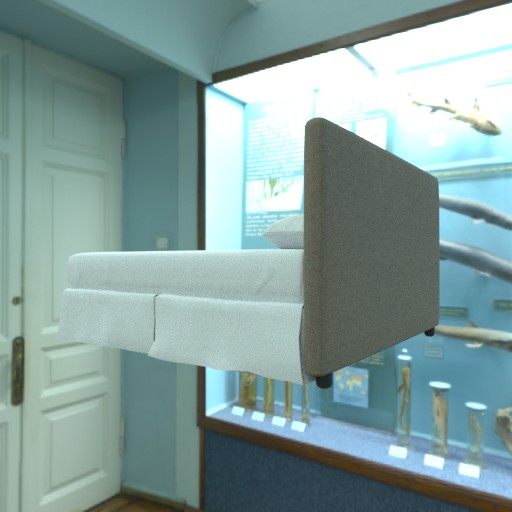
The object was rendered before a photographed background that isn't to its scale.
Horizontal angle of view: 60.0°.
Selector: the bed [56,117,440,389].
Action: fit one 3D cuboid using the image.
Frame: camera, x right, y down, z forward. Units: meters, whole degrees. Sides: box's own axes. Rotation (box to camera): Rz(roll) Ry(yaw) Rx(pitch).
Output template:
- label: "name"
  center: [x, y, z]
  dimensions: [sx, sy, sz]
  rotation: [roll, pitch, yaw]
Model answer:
- label: "bed"
  center: [0.000, 0.000, 3.567]
  dimensions: [2.341, 1.317, 2.119]
  rotation: [0, 0, 37]
